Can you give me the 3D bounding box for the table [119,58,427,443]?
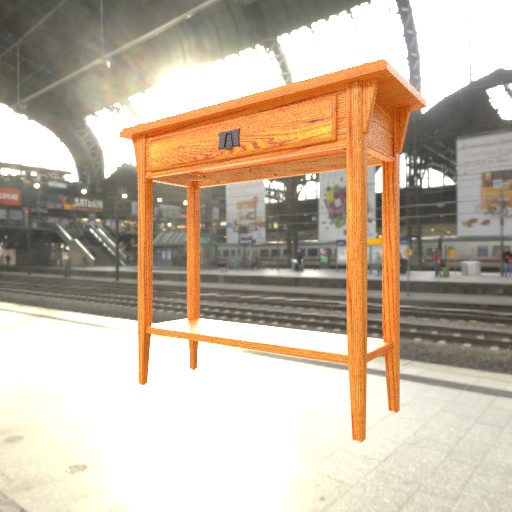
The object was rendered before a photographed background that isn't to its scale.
[{"bbox_3d":[0.000,0.000,1.114,0.762,0.711,0.254,0,0,36],"label":"table"}]
